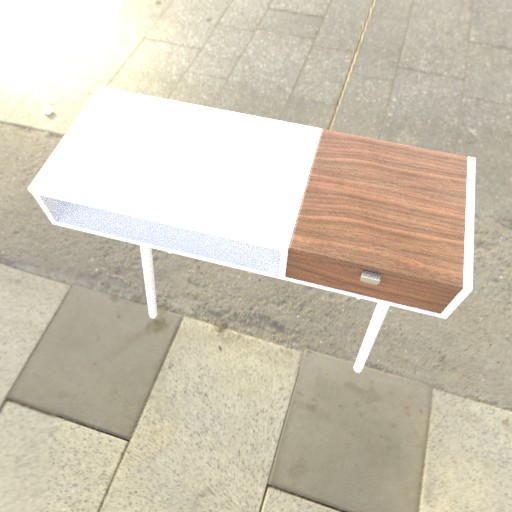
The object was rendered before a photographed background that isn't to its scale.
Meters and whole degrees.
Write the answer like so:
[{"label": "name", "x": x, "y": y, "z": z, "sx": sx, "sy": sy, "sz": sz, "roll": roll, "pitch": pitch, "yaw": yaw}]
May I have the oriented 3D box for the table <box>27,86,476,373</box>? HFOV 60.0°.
[{"label": "table", "x": 0.000, "y": 0.000, "z": 1.452, "sx": 1.066, "sy": 0.785, "sz": 0.418, "roll": 13, "pitch": 60, "yaw": 8}]
